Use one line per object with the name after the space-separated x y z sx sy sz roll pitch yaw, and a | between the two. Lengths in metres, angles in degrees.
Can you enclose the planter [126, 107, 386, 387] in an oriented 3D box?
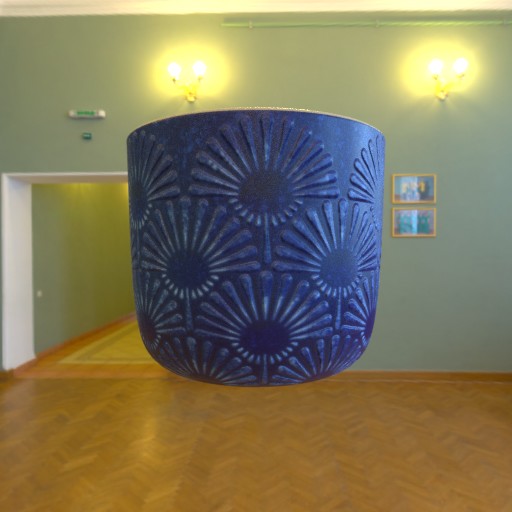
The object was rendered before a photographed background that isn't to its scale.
0.000 0.000 0.221 0.124 0.109 0.124 0 1 0 | planter
